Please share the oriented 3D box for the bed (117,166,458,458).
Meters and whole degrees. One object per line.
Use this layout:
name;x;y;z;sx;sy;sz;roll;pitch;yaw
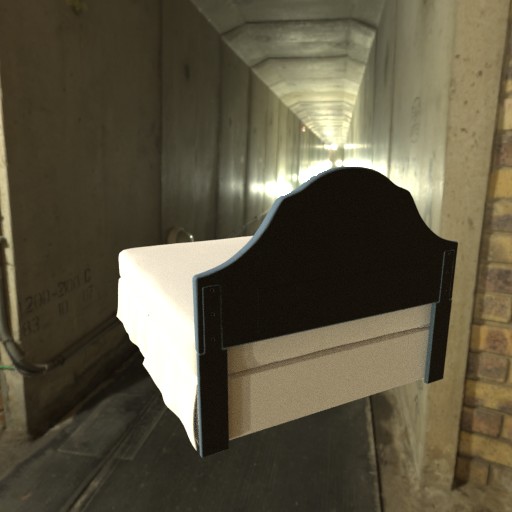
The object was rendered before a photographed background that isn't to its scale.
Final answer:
bed;0.000;0.000;3.831;2.039;1.617;2.477;-7;16;-26
